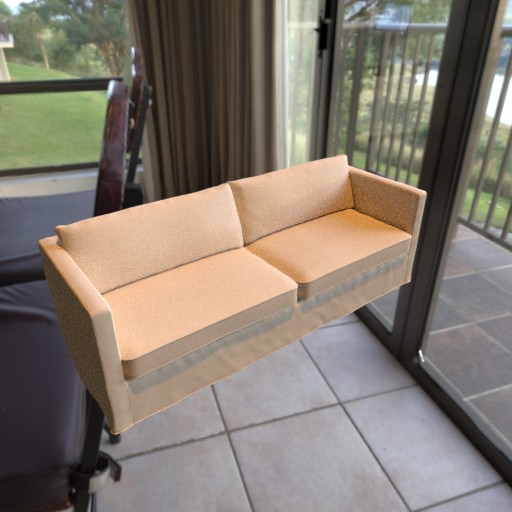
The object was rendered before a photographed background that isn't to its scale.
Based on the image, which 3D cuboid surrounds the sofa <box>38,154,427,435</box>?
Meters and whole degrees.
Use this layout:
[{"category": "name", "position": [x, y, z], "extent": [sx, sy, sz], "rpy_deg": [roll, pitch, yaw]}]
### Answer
[{"category": "sofa", "position": [0.000, 0.000, 3.356], "extent": [2.779, 0.999, 1.036], "rpy_deg": [-20, 35, -32]}]
